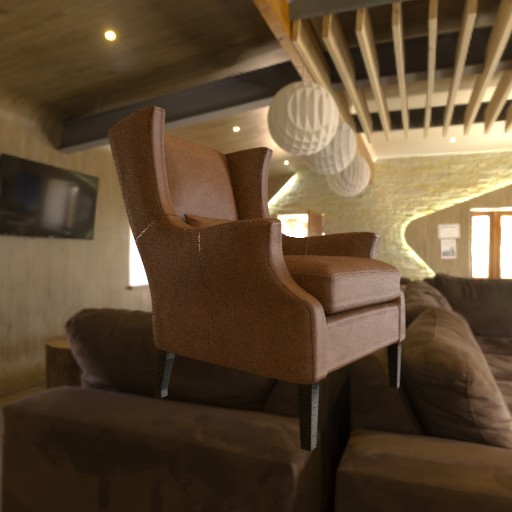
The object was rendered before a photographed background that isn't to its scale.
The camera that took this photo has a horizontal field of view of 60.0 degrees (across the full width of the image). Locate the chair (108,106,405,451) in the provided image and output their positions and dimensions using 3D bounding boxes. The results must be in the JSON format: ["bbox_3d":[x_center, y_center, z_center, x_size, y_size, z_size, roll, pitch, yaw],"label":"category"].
[{"bbox_3d":[0.000,0.000,1.684,0.925,1.016,0.852,0,-1,35],"label":"chair"}]
